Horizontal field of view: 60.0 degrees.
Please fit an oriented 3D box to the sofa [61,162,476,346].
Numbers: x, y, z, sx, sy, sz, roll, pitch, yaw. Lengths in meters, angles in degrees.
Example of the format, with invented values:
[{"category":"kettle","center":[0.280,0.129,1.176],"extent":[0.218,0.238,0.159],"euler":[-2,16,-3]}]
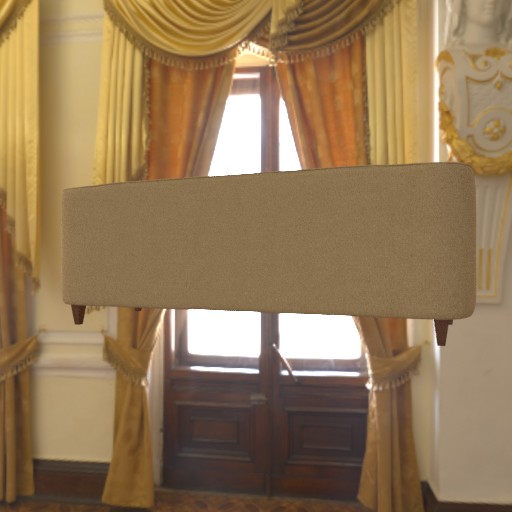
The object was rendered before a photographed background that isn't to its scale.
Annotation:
[{"category":"sofa","center":[0.000,0.000,2.558],"extent":[2.235,0.788,0.913],"euler":[0,-1,19]}]
